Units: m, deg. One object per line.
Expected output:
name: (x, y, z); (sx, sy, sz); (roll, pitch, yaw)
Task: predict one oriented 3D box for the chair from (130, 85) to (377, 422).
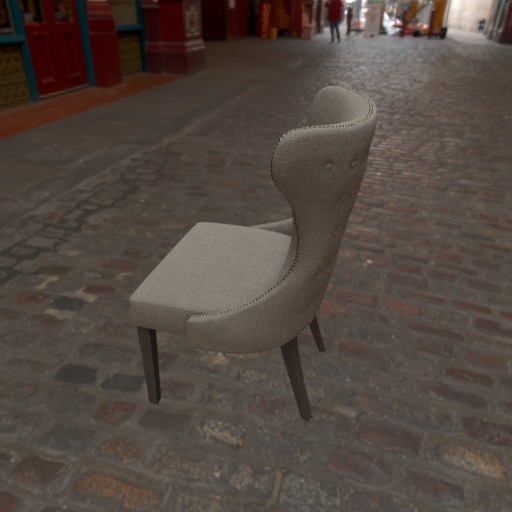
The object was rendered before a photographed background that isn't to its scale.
chair: (0.000, 0.000, 1.416); (0.635, 0.967, 0.628); (8, 31, 14)
